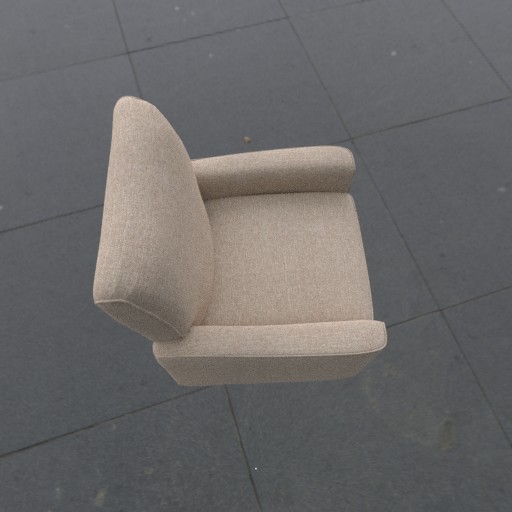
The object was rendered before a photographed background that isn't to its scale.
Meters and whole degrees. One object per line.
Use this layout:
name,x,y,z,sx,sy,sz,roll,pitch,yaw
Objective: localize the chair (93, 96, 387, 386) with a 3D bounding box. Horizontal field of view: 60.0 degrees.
chair,0.000,0.000,1.659,0.858,1.028,0.841,-3,64,-1
